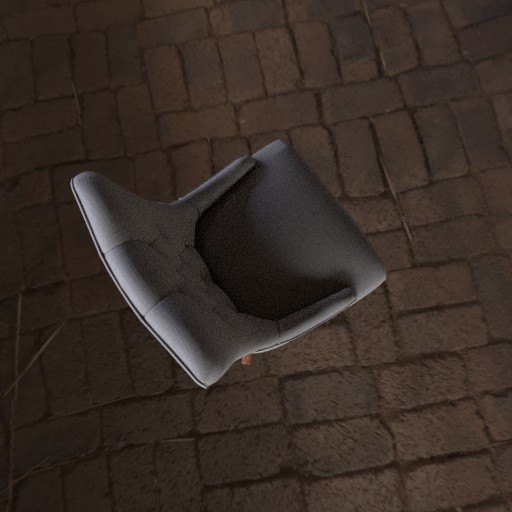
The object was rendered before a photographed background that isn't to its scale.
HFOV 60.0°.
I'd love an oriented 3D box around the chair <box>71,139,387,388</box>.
[{"bbox_3d":[0.000,0.000,1.194,0.565,0.874,0.509,-34,78,-8],"label":"chair"}]
